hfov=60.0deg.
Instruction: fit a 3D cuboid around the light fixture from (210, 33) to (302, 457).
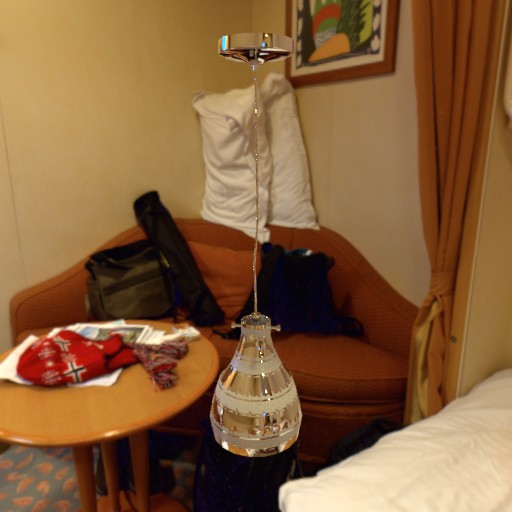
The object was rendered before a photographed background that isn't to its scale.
[{"bbox_3d":[0.000,0.000,1.642,0.374,1.457,0.374,2,15,9],"label":"light fixture"}]
